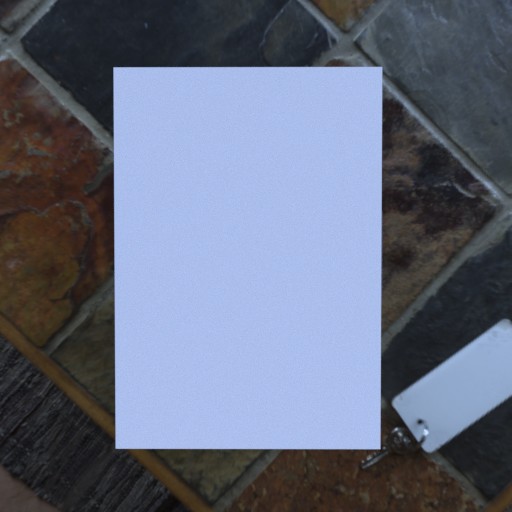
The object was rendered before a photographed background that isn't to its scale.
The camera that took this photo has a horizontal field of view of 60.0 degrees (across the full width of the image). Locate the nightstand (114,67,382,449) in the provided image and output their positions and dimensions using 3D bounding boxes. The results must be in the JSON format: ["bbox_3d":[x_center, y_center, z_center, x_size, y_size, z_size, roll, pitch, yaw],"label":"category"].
[{"bbox_3d":[0.000,0.000,0.742,0.325,0.460,0.441,0,91,0],"label":"nightstand"}]
